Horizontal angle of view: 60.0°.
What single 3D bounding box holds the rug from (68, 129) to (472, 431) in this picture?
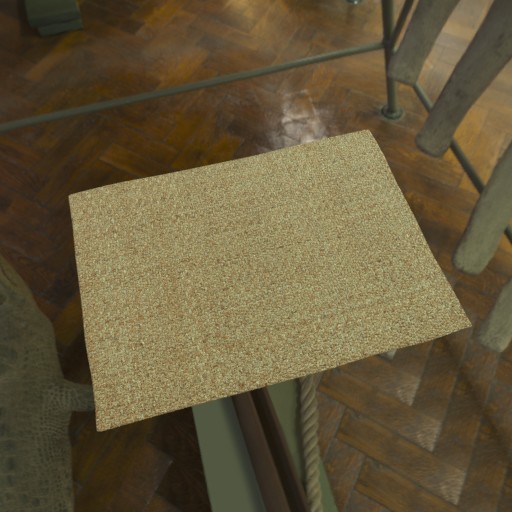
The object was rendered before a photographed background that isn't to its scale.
[{"bbox_3d":[0.000,0.000,2.730,2.141,0.013,1.566,-14,64,-7],"label":"rug"}]
